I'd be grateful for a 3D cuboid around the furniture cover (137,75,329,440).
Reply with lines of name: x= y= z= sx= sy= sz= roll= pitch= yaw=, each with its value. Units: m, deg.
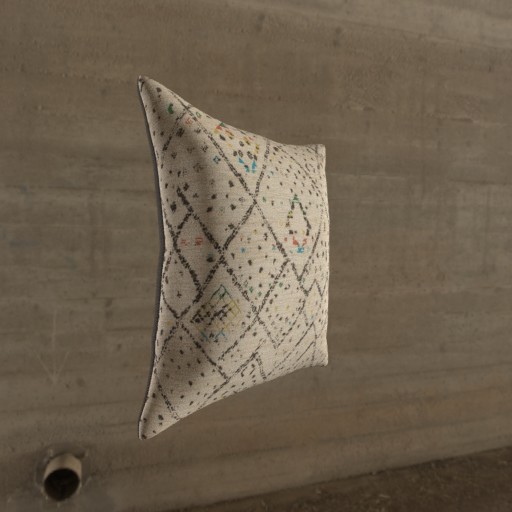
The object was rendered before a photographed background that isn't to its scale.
furniture cover: x=0.000 y=0.000 z=0.796 sx=0.180 sy=0.498 sz=0.525 roll=0 pitch=0 yaw=37
